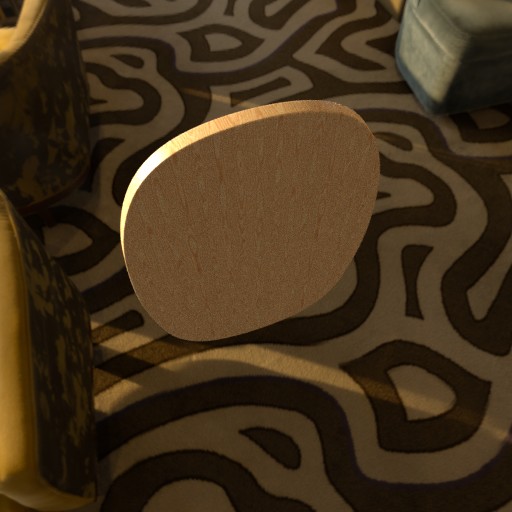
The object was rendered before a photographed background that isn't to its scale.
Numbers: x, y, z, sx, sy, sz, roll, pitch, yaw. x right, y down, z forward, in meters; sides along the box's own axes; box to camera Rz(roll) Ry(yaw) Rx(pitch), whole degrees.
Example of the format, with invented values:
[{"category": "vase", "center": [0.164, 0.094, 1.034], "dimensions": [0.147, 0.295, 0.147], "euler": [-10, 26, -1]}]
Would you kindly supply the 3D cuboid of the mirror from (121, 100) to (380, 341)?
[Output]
[{"category": "mirror", "center": [0.000, 0.000, 1.329], "dimensions": [0.724, 1.075, 0.037], "euler": [-17, 60, -10]}]
